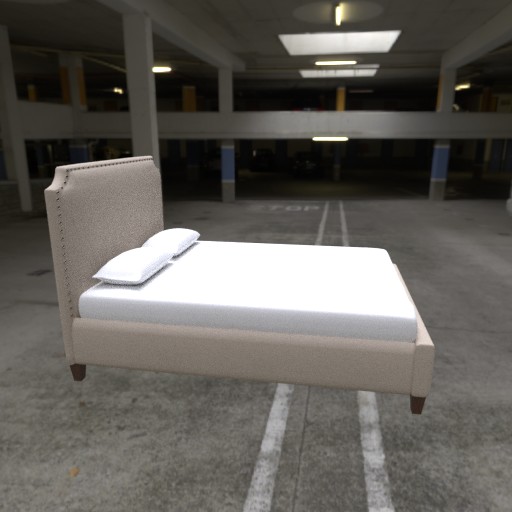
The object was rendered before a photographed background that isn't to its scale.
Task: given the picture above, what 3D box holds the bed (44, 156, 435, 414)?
[{"bbox_3d":[0.000,0.000,3.445,2.372,1.443,1.713,3,16,9],"label":"bed"}]
